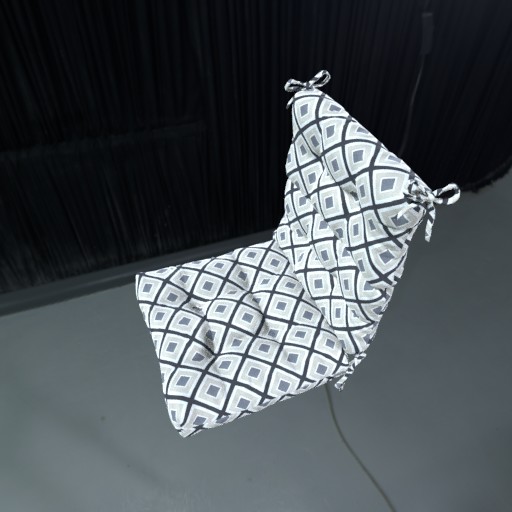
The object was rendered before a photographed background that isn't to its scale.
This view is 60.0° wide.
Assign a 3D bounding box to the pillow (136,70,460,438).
[{"bbox_3d":[0.000,0.000,1.031,0.571,0.605,0.519,-16,48,-15],"label":"pillow"}]
